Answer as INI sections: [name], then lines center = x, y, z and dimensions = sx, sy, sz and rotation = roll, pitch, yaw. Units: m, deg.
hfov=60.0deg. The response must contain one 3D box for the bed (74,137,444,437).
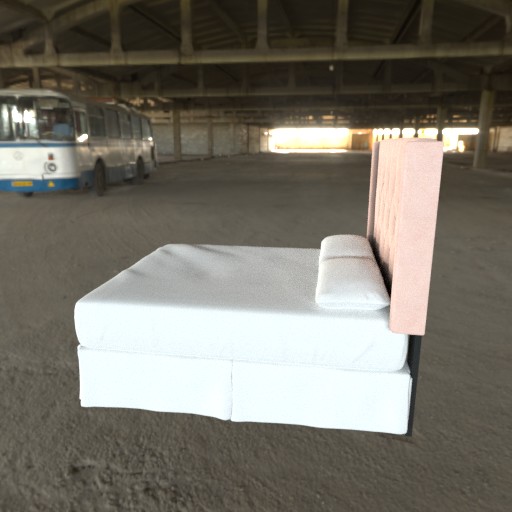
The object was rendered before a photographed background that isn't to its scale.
[bed]
center = 0.000, 0.000, 3.239
dimensions = 2.066, 1.665, 1.719
rotation = 2, 15, 9
